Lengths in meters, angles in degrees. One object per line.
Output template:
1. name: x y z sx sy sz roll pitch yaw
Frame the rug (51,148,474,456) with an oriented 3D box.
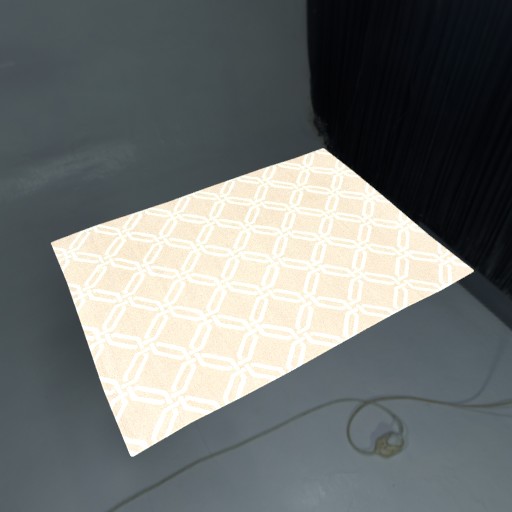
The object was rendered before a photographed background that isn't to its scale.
1. rug: 0.000 0.000 2.712 2.135 0.013 1.524 -23 51 -20
